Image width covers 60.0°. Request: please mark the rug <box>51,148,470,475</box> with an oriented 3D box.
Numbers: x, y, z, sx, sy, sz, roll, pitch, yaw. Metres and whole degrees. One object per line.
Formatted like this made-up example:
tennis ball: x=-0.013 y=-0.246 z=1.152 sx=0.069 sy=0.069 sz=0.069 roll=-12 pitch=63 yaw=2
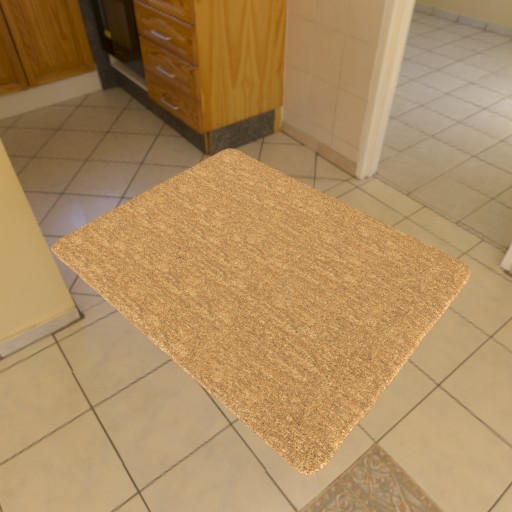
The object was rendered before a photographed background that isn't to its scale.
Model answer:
rug: x=0.000 y=0.000 z=3.713 sx=2.873 sy=0.050 sz=2.242 roll=32 pitch=53 yaw=29
